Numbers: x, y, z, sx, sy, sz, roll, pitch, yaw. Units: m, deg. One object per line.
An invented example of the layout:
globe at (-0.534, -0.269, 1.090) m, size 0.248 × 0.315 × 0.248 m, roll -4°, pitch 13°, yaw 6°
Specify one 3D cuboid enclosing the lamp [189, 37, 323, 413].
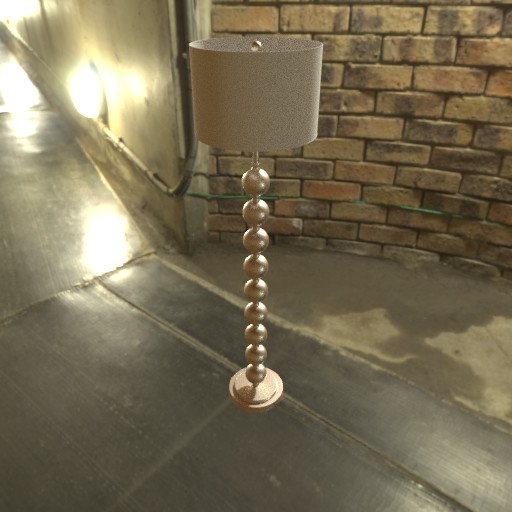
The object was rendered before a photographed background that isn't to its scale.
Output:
lamp at (0.000, 0.000, 1.681) m, size 0.394 × 1.474 × 0.394 m, roll 0°, pitch 31°, yaw 0°
